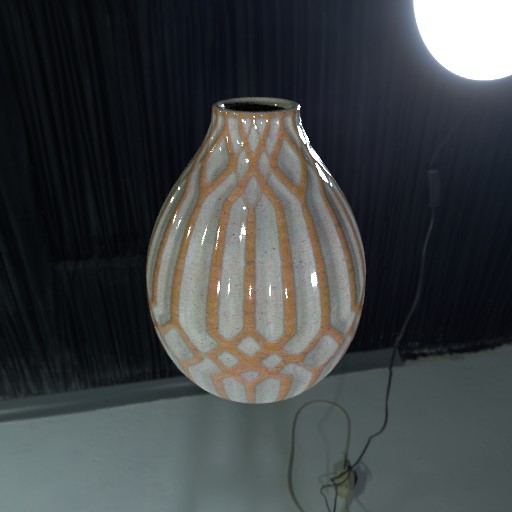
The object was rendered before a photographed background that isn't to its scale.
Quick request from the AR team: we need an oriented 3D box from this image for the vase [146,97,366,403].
[{"bbox_3d":[0.000,0.000,0.265,0.131,0.175,0.131,0,29,0],"label":"vase"}]
